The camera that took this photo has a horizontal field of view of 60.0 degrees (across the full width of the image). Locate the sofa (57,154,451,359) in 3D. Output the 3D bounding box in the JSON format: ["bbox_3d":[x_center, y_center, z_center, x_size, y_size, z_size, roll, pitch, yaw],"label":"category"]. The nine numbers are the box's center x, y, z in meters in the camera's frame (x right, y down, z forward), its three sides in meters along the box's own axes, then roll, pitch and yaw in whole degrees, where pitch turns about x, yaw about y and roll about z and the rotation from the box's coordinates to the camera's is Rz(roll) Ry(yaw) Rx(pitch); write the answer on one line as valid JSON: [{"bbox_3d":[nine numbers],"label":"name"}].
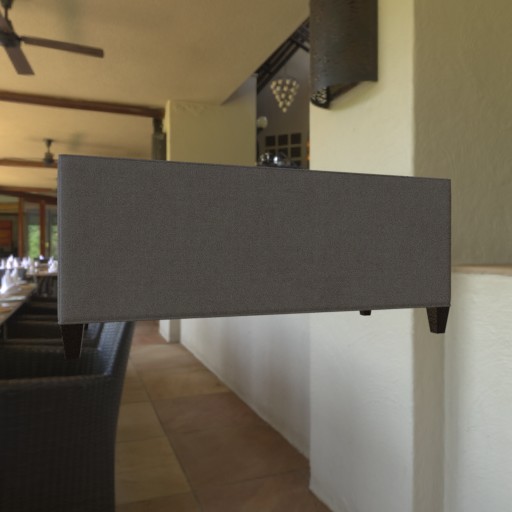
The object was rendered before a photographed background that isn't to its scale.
[{"bbox_3d":[0.000,0.000,2.256,1.778,0.762,0.775,0,0,-18],"label":"sofa"}]
